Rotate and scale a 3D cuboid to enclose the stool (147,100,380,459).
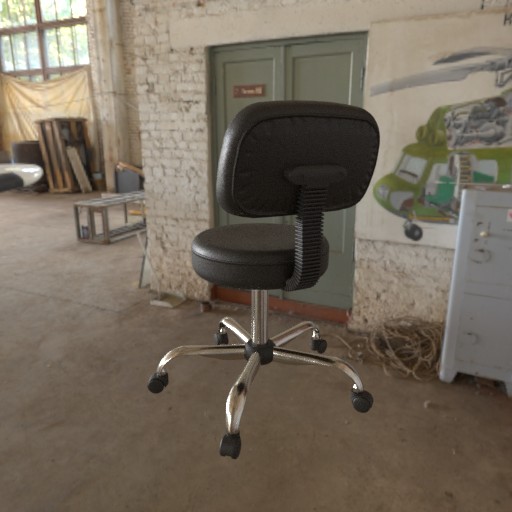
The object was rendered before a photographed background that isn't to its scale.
[{"bbox_3d":[0.000,0.000,1.351,0.673,0.862,0.648,-8,17,-26],"label":"stool"}]
